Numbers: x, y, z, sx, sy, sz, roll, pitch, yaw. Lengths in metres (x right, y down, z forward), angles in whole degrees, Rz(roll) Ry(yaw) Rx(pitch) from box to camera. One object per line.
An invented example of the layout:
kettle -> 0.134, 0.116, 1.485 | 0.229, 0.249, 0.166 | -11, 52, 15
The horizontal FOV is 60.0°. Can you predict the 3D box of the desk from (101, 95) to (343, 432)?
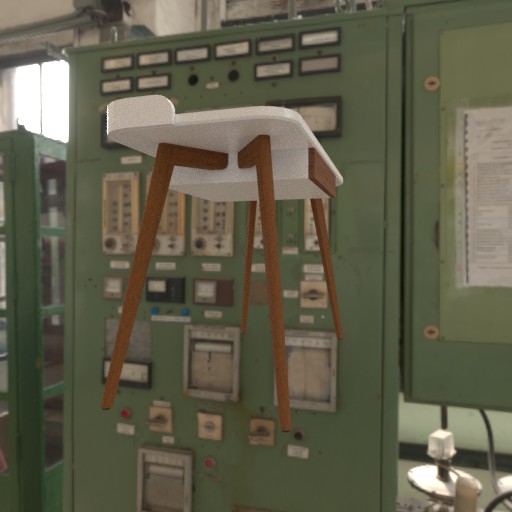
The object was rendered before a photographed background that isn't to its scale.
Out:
desk -> 0.000, 0.000, 1.650 | 0.534, 0.807, 1.206 | 0, 1, 17
